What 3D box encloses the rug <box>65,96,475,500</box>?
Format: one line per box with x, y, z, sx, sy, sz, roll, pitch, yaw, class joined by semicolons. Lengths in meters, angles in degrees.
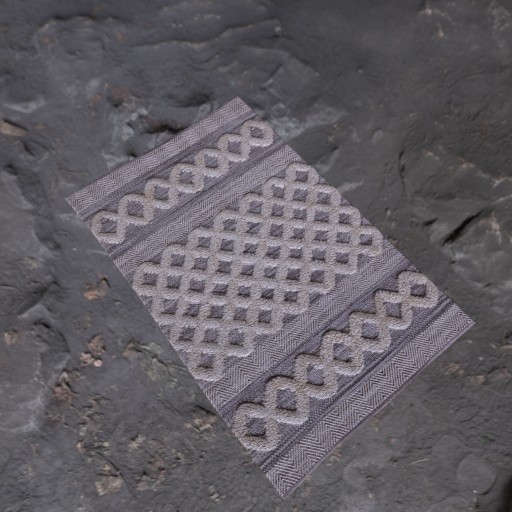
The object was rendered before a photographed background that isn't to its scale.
0.000;0.000;2.843;1.513;0.033;2.333;-36;69;-16;rug
